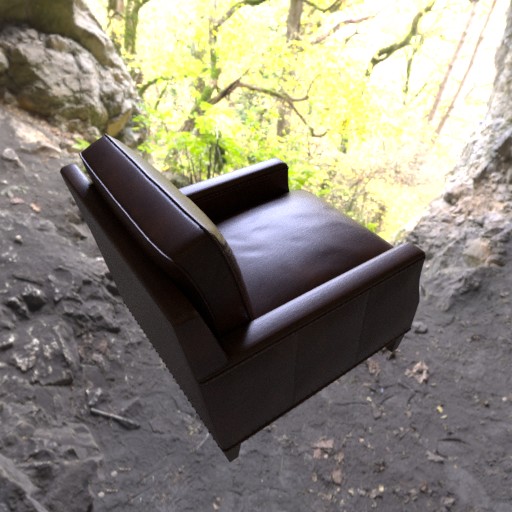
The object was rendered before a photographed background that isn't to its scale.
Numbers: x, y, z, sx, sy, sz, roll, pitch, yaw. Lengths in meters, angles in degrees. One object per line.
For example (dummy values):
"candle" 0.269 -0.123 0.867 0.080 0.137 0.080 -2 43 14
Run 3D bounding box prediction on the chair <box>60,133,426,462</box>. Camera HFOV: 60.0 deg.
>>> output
"chair" 0.000 0.000 1.646 1.014 0.929 0.853 -24 46 -26
